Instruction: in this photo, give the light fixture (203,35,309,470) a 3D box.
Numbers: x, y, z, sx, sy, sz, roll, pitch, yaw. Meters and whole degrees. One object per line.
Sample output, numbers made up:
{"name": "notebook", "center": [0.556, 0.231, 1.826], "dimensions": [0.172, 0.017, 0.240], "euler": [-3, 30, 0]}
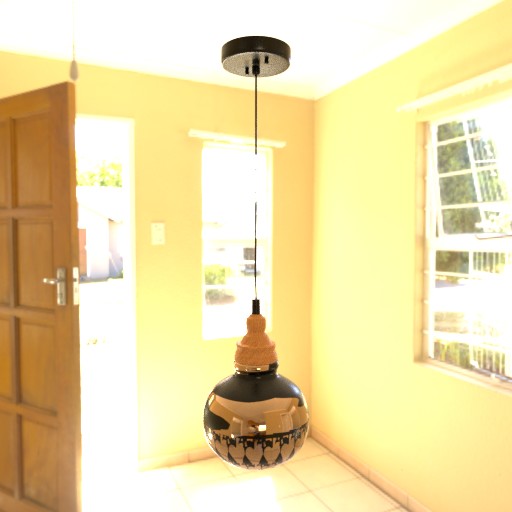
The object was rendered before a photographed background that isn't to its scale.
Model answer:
{"name": "light fixture", "center": [0.000, 0.000, 1.771], "dimensions": [0.430, 1.606, 0.430], "euler": [-2, 3, -35]}
